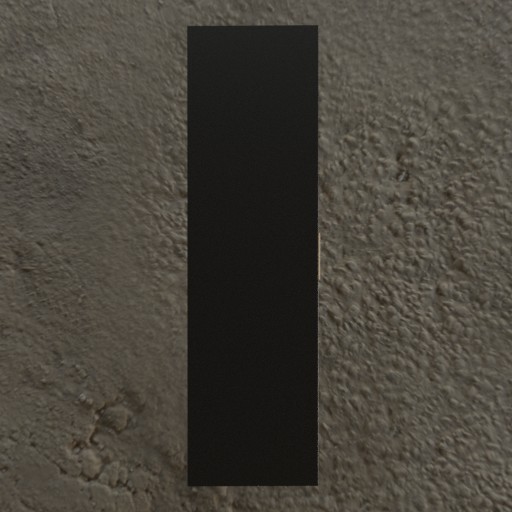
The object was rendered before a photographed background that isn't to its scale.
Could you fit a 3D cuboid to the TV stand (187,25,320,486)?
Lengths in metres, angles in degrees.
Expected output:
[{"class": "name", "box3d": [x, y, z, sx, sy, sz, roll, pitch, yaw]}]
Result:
[{"class": "TV stand", "box3d": [0.000, 0.000, 1.519, 0.390, 0.518, 1.312, 0, 90, 0]}]
